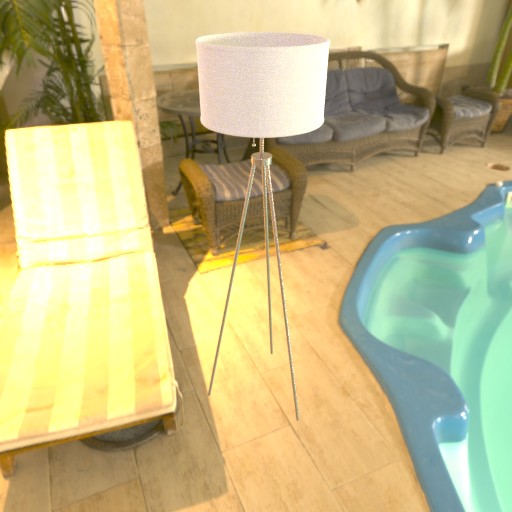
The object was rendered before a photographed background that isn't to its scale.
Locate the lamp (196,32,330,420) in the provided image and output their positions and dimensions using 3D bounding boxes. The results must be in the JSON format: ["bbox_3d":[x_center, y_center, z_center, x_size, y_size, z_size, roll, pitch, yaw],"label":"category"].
[{"bbox_3d":[0.000,0.000,1.749,0.458,1.545,0.448,-10,33,-15],"label":"lamp"}]
